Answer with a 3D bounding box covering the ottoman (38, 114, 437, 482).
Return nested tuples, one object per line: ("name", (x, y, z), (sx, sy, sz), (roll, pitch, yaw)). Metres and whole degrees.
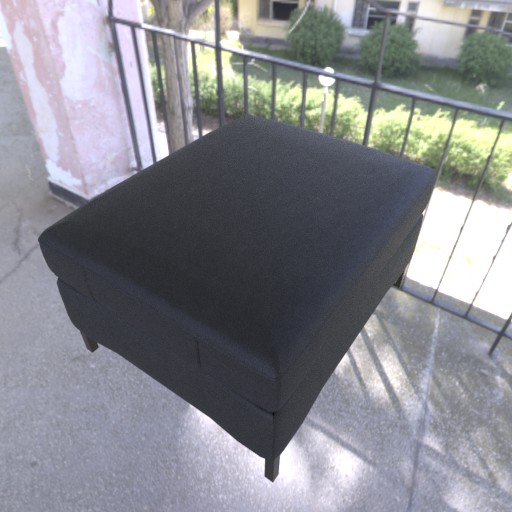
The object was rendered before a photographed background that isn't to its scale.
("ottoman", (0.000, 0.000, 1.776), (0.967, 0.696, 1.187), (25, 47, 26))
